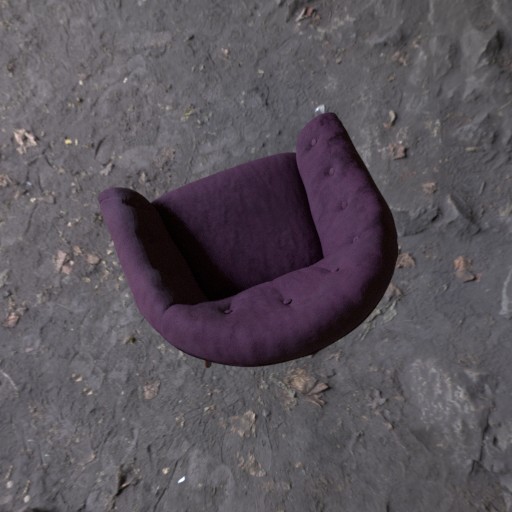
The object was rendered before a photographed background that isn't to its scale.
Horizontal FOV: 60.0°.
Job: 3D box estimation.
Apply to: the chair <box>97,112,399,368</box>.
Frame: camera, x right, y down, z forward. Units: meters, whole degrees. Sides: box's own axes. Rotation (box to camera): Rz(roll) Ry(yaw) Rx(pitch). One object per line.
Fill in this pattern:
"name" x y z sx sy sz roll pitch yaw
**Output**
"chair" 0.000 0.000 1.559 0.851 0.885 0.776 -21 75 -6
